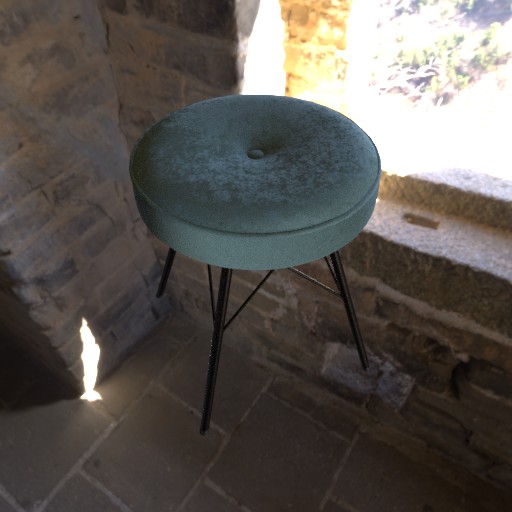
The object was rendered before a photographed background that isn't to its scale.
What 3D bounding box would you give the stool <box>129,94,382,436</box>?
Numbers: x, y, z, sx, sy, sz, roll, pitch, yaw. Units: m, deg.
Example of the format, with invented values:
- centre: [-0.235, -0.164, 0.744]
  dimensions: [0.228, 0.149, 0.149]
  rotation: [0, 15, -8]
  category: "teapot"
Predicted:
- centre: [0.000, 0.000, 0.897]
  dimensions: [0.458, 0.519, 0.457]
  rotation: [-10, 47, -9]
  category: "stool"
